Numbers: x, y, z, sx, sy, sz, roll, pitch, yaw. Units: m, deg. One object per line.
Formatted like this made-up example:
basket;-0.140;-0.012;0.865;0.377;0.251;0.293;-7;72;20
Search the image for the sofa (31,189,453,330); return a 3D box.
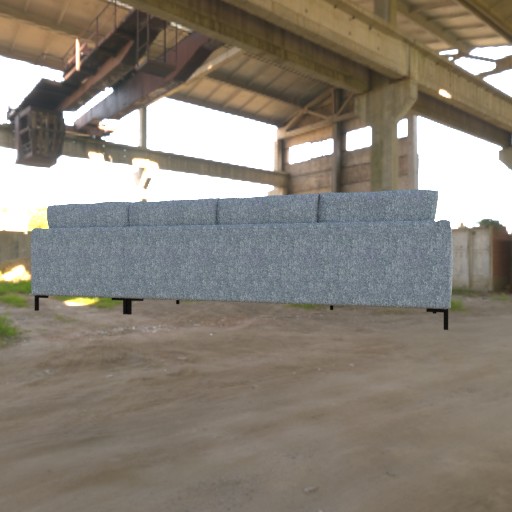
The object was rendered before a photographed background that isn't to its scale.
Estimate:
sofa;0.000;0.000;3.552;2.737;0.756;1.879;0;0;17
